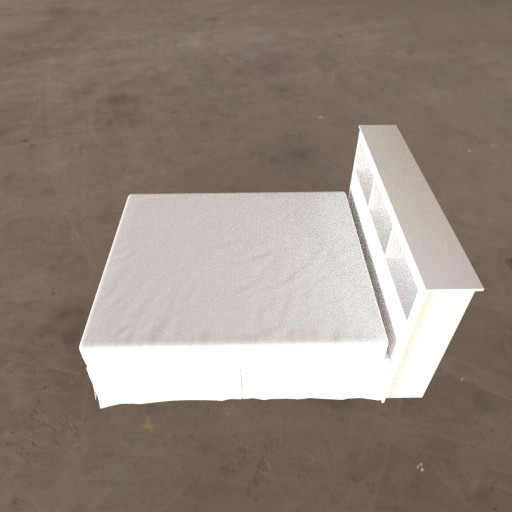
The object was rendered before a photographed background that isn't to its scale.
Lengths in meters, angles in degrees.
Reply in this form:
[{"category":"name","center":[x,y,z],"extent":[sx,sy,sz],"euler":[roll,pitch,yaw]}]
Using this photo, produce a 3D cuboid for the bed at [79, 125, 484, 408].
[{"category":"bed","center":[0.000,0.000,3.067],"extent":[2.133,1.092,1.671],"euler":[-1,43,-1]}]
